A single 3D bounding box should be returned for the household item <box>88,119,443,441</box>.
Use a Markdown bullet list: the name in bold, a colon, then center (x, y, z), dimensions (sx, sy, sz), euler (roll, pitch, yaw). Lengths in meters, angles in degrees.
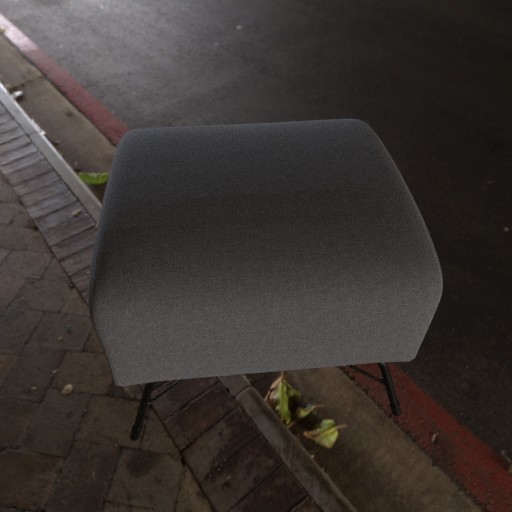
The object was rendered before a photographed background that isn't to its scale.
- **household item**: center (0.000, 0.000, 0.890), dimensions (0.530, 0.410, 0.530), euler (-4, 46, -4)
